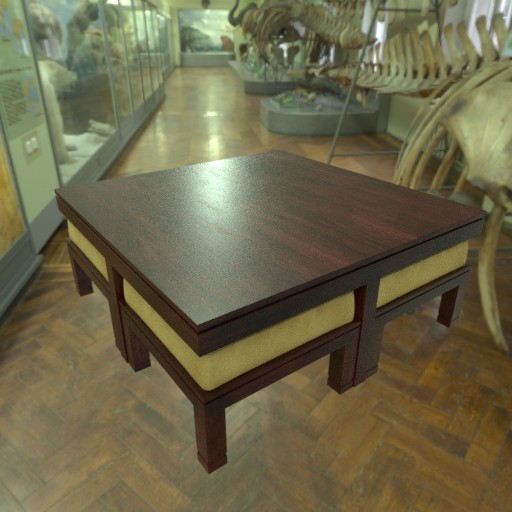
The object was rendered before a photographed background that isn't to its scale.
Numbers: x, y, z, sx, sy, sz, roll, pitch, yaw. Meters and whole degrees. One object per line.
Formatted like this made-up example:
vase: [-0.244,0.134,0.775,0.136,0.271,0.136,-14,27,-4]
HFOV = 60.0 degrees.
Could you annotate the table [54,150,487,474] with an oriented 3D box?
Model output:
table: [0.000,0.000,1.323,0.865,0.356,0.865,-18,32,-32]
